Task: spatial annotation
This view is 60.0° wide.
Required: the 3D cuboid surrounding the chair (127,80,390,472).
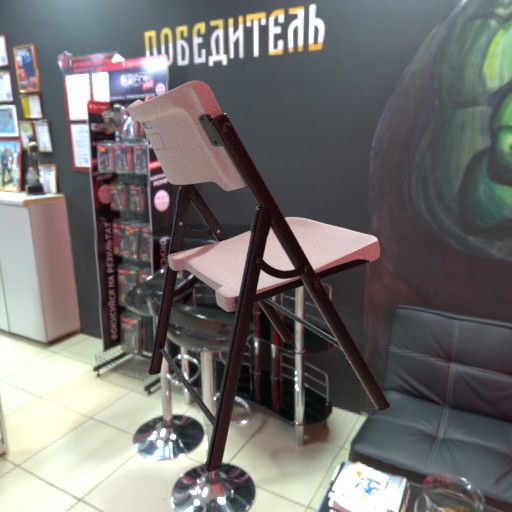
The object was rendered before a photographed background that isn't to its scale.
[{"bbox_3d":[0.000,0.000,1.129,0.577,0.765,0.482,-7,16,-27],"label":"chair"}]
